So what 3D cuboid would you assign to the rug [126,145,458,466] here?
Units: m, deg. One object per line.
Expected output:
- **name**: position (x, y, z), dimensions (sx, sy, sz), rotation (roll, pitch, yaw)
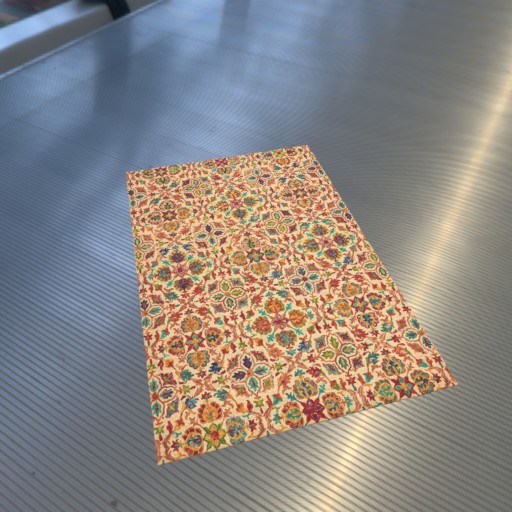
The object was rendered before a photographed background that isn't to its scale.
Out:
- **rug**: position (0.000, 0.000, 2.316), dimensions (1.226, 0.013, 1.838), rotation (-11, 47, -10)
